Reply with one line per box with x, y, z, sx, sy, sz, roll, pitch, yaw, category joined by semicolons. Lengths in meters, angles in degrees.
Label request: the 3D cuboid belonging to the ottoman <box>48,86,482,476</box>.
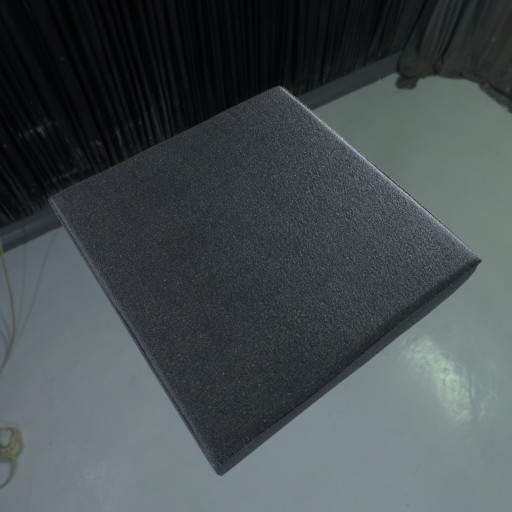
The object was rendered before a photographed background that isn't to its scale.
0.000;0.000;1.522;0.968;0.382;1.004;-32;63;-18;ottoman
